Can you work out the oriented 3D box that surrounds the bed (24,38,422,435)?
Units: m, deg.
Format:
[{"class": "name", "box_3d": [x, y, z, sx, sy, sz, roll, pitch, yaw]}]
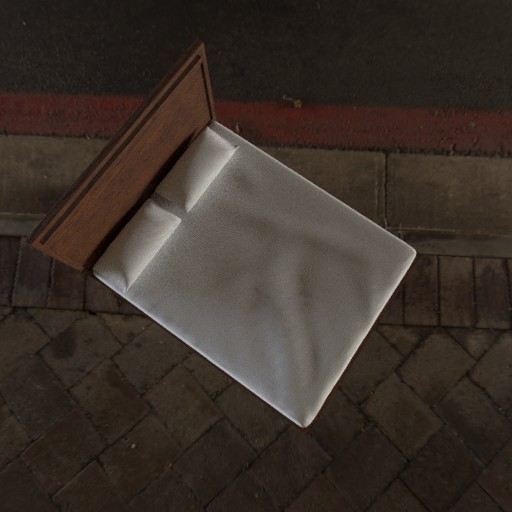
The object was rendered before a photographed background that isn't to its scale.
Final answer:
[{"class": "bed", "box_3d": [0.000, 0.000, 3.444, 2.218, 1.487, 1.765, 34, 79, 8]}]
